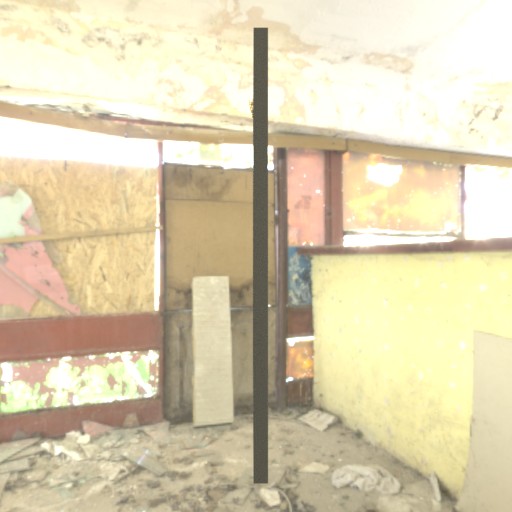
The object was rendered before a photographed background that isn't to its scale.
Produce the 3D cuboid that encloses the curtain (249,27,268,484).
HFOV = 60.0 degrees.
[{"bbox_3d":[0.000,0.000,0.810,0.027,0.585,0.483,0,0,0],"label":"curtain"}]
